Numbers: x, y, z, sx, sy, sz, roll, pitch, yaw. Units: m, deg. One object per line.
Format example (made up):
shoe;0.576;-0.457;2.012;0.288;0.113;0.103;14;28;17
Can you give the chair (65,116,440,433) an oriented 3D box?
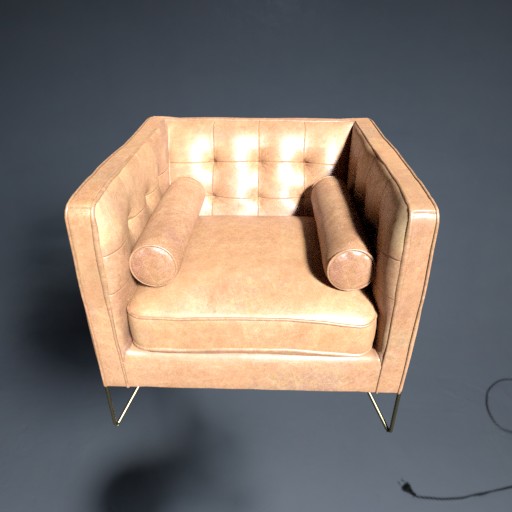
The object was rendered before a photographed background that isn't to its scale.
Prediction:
chair;0.000;0.000;1.597;0.920;0.797;0.912;1;30;2
